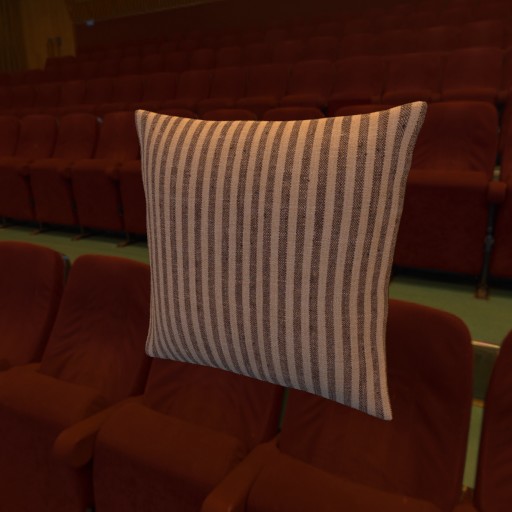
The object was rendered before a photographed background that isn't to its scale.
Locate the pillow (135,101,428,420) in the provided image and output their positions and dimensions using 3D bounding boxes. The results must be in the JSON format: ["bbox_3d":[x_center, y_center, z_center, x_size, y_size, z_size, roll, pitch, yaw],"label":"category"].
[{"bbox_3d":[0.000,0.000,0.787,0.523,0.506,0.166,8,17,25],"label":"pillow"}]
